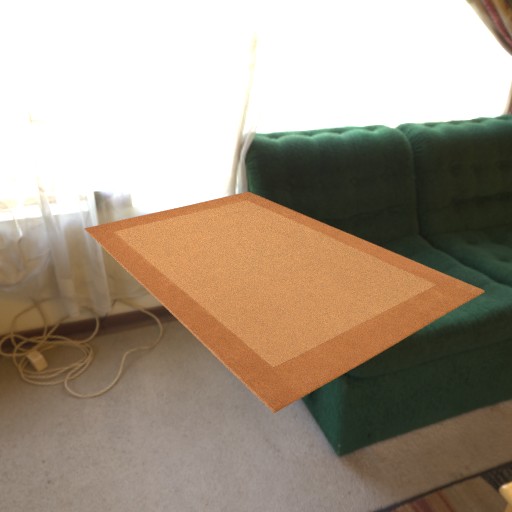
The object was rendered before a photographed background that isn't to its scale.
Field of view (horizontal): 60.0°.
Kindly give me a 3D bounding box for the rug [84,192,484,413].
[{"bbox_3d":[0.000,0.000,2.338,1.219,0.014,1.829,-18,31,-32],"label":"rug"}]
